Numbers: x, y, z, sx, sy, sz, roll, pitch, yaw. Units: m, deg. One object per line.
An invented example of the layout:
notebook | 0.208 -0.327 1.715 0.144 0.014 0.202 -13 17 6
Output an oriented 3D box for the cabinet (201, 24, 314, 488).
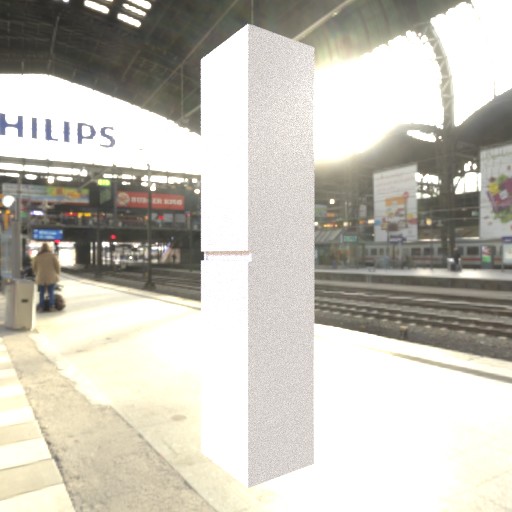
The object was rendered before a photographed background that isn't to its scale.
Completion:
cabinet | 0.000 0.000 1.535 0.269 1.400 0.300 0 0 -35
